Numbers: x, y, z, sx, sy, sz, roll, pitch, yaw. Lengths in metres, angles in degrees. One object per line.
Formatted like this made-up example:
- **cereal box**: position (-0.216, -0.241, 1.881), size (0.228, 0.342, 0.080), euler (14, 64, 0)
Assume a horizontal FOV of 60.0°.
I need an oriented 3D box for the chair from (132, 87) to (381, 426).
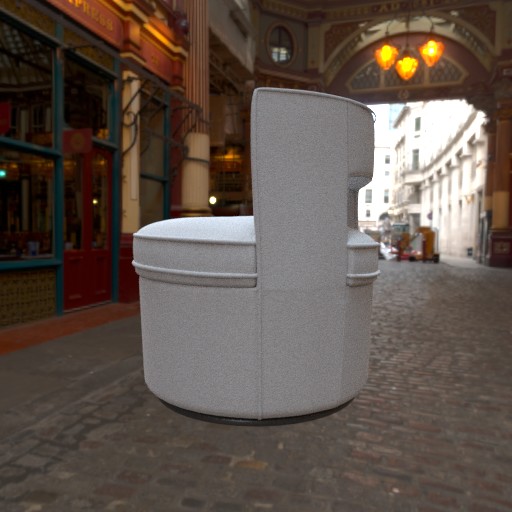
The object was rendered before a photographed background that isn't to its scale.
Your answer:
- **chair**: position (0.000, 0.000, 1.224), size (0.665, 0.723, 0.650), euler (1, 3, 17)
